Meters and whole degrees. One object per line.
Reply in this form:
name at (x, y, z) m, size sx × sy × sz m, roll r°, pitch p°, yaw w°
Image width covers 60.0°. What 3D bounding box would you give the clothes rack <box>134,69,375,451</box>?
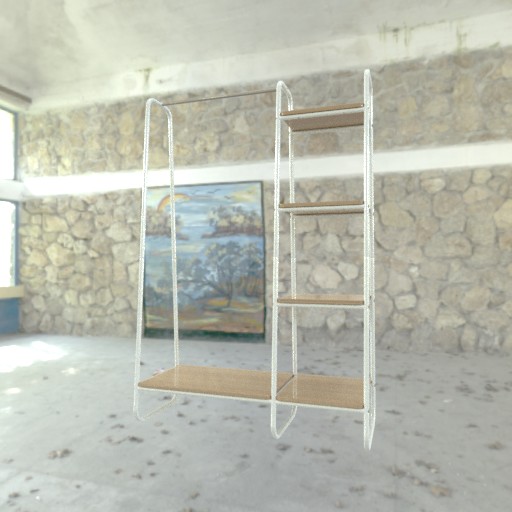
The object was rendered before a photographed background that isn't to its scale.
clothes rack at (0.000, 0.000, 1.990) m, size 1.011 × 1.500 × 0.400 m, roll 0°, pitch -1°, yaw 18°
